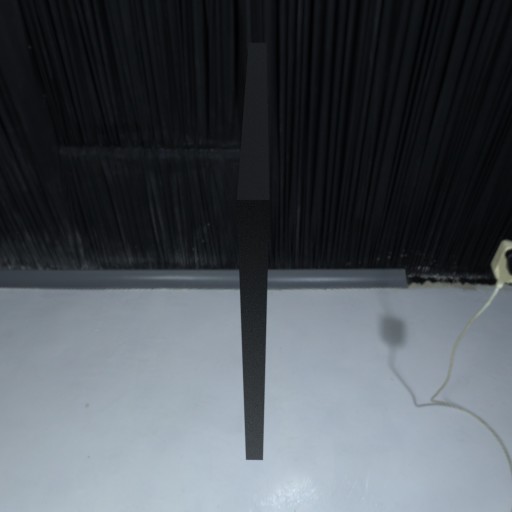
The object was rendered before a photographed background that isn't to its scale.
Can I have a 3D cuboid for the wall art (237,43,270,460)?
[{"bbox_3d":[0.000,0.000,0.769,0.031,0.558,0.461,0,42,0],"label":"wall art"}]
